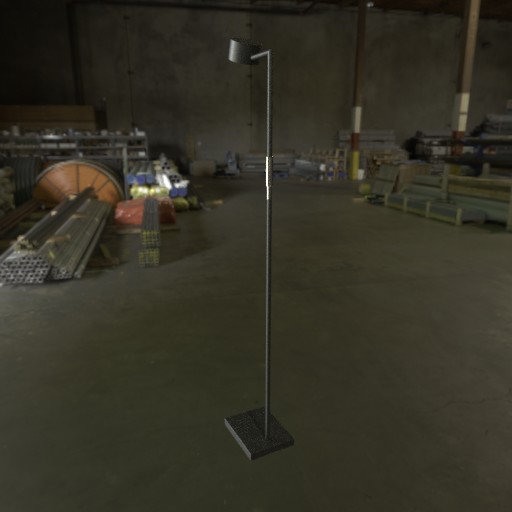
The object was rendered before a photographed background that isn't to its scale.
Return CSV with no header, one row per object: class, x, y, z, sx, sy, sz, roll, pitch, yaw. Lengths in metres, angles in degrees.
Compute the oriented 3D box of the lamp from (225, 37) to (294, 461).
lamp,0.000,0.000,1.729,0.203,1.600,0.304,-8,17,-26
